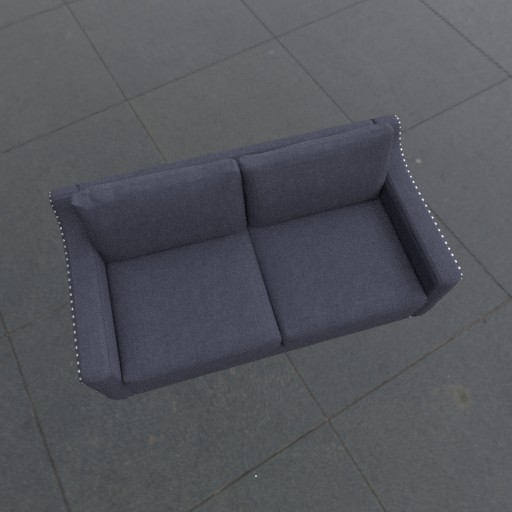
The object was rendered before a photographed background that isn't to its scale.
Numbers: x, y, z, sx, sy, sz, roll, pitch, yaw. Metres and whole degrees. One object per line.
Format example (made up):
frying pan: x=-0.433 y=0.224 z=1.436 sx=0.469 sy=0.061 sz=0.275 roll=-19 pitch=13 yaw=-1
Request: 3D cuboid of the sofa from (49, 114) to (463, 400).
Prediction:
sofa: x=0.000 y=0.000 z=3.217 sx=2.550 sy=1.196 sz=1.336 roll=-14 pitch=64 yaw=-7
